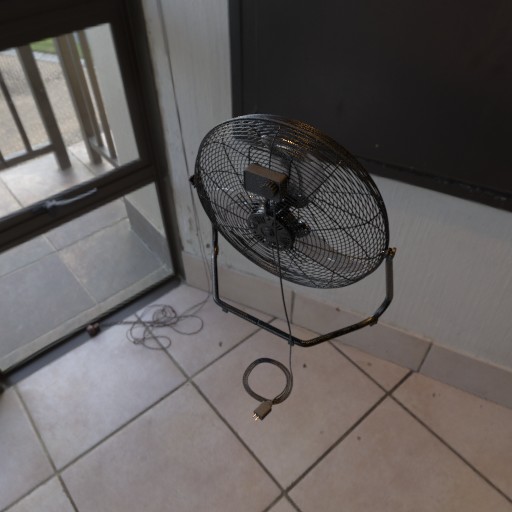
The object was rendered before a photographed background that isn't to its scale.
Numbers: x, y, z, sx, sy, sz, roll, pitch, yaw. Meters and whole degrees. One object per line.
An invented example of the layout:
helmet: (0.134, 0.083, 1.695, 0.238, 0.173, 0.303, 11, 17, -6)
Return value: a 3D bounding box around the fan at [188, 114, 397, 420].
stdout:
fan: (0.000, 0.000, 0.958, 0.555, 0.546, 0.424, 24, 50, 21)
